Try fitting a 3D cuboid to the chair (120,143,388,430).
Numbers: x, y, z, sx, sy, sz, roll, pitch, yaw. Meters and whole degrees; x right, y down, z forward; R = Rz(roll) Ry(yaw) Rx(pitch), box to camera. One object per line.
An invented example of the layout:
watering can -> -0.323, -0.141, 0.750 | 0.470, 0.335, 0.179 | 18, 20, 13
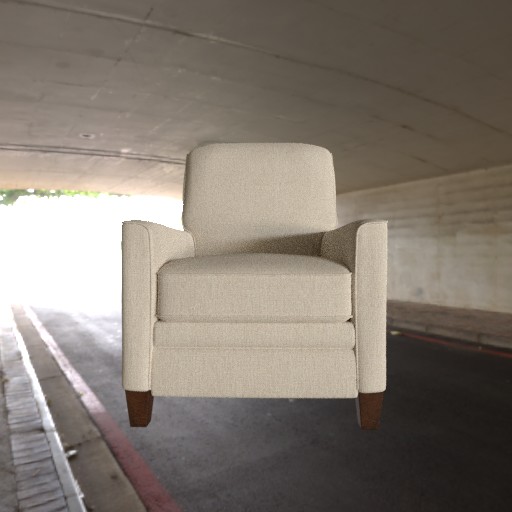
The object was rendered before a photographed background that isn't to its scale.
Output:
chair -> 0.000, 0.000, 1.701 | 0.841, 1.028, 0.858 | 0, 1, 1
